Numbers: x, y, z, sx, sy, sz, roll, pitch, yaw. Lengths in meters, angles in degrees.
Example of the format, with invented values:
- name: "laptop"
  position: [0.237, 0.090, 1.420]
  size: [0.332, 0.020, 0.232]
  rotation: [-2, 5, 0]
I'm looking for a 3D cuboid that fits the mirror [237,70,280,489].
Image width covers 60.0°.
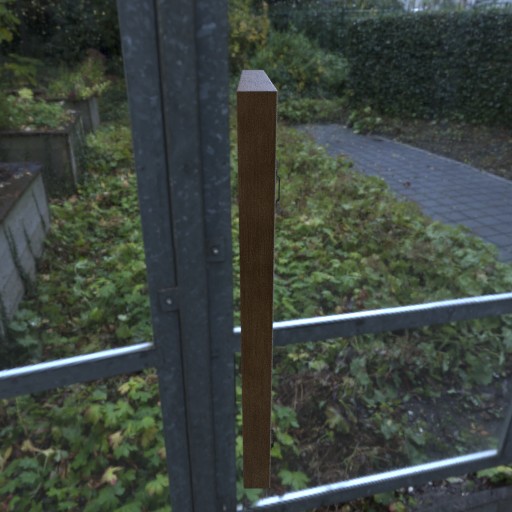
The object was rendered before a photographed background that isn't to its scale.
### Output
- name: "mirror"
  position: [0.000, 0.000, 0.677]
  size: [0.041, 0.508, 0.405]
  rotation: [0, 25, -1]
